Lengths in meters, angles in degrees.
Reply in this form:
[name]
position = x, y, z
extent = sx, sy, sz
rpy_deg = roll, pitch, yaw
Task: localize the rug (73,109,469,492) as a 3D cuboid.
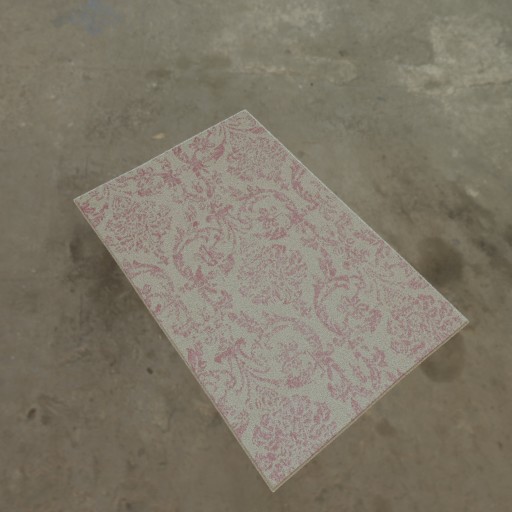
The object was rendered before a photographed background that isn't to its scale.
[rug]
position = 0.000, 0.000, 2.337
extent = 1.219, 0.012, 1.839
rpy_deg = -33, 65, -17
